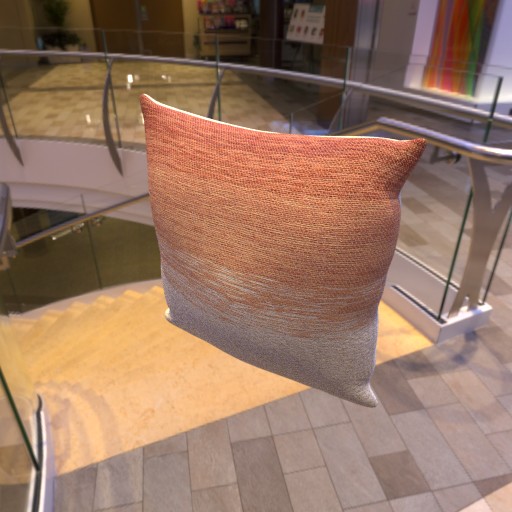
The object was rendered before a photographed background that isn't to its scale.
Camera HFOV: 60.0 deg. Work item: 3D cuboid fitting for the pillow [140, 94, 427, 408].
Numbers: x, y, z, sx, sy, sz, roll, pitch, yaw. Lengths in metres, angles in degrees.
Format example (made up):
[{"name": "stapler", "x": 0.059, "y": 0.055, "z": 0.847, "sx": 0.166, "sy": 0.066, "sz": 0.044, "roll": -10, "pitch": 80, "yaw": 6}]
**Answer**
[{"name": "pillow", "x": 0.000, "y": 0.000, "z": 0.687, "sx": 0.440, "sy": 0.441, "sz": 0.182, "roll": 18, "pitch": 34, "yaw": 27}]
